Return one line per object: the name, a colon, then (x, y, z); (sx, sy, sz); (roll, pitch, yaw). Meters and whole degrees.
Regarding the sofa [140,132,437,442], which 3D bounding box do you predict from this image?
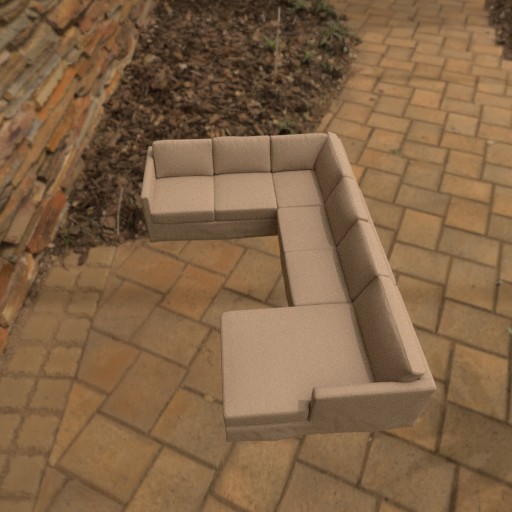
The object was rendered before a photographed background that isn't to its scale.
sofa: (0.000, 0.000, 4.554); (2.427, 0.882, 3.460); (-3, 47, -3)
